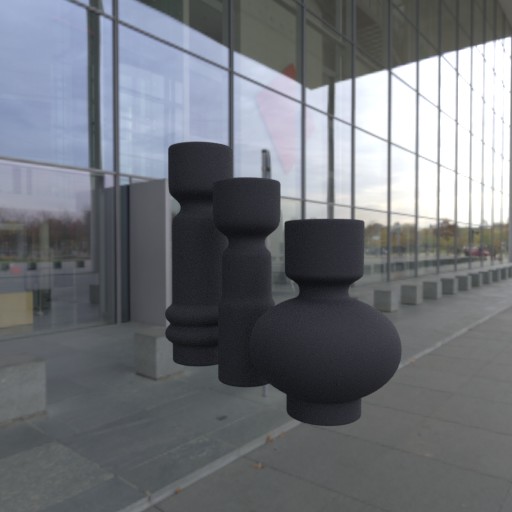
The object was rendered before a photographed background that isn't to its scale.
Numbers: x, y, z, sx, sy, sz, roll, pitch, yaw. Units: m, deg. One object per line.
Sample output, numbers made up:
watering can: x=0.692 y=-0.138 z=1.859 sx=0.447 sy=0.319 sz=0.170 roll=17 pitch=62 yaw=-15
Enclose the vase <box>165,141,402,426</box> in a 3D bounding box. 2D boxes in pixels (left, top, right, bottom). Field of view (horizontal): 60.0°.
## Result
vase: x=0.000 y=0.000 z=0.432 sx=0.120 sy=0.249 sz=0.307 roll=-1 pitch=1 yaw=-36
